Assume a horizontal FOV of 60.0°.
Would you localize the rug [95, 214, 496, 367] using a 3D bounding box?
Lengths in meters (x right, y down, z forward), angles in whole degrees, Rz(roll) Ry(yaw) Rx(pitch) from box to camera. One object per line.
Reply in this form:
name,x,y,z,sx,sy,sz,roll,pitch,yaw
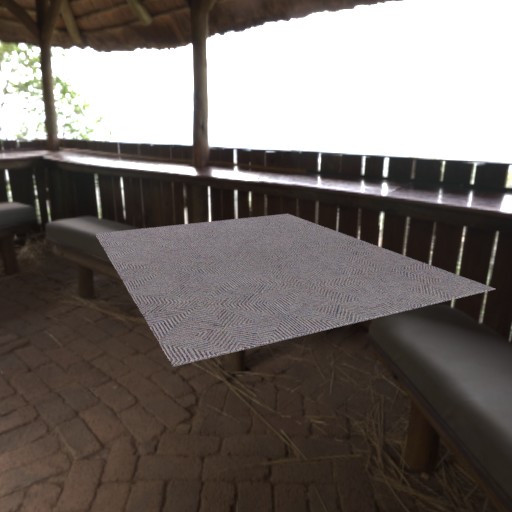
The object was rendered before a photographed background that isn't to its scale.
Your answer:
rug,0.000,0.000,4.059,2.442,0.008,3.046,-8,19,-25
